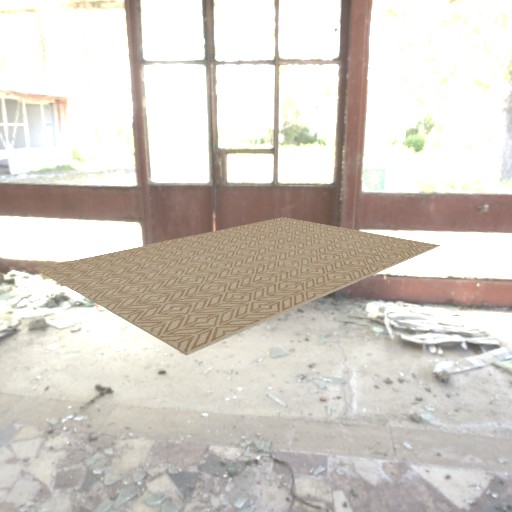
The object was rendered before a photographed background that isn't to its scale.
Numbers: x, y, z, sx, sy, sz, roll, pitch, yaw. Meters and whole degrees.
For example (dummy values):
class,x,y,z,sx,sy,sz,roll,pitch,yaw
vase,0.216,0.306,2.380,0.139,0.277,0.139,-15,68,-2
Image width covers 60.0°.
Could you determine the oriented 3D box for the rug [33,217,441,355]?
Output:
class,x,y,z,sx,sy,sz,roll,pitch,yaw
rug,0.000,0.000,2.356,1.220,0.007,1.828,15,22,42
